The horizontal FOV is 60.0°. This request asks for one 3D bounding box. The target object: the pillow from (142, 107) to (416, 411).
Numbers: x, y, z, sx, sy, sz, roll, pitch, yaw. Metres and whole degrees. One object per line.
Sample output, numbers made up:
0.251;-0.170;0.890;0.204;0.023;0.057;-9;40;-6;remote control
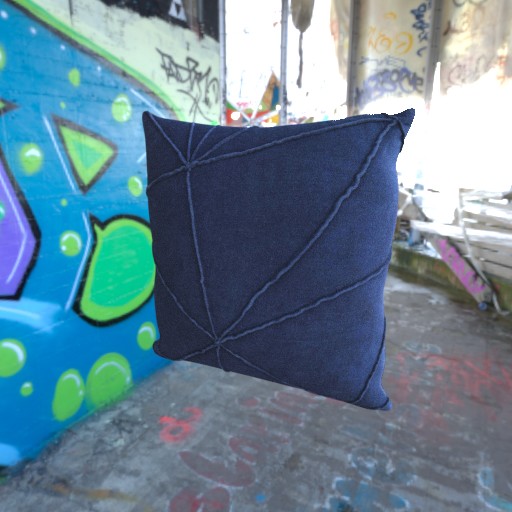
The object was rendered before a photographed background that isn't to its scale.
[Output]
0.000;0.000;0.688;0.439;0.440;0.183;7;16;26;pillow
